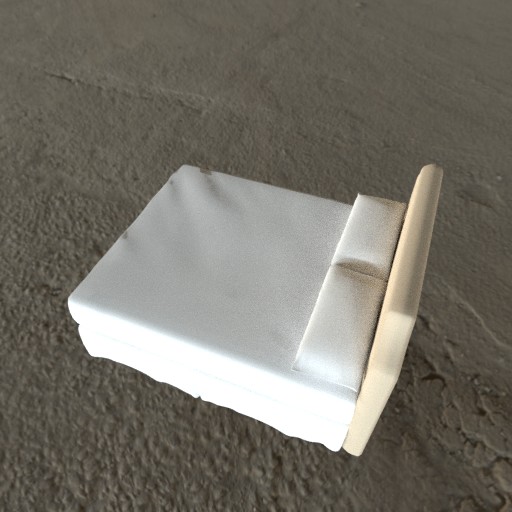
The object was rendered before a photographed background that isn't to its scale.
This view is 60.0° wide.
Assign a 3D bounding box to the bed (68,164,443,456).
[{"bbox_3d":[0.000,0.000,3.822,2.548,1.524,2.134,16,49,15],"label":"bed"}]
